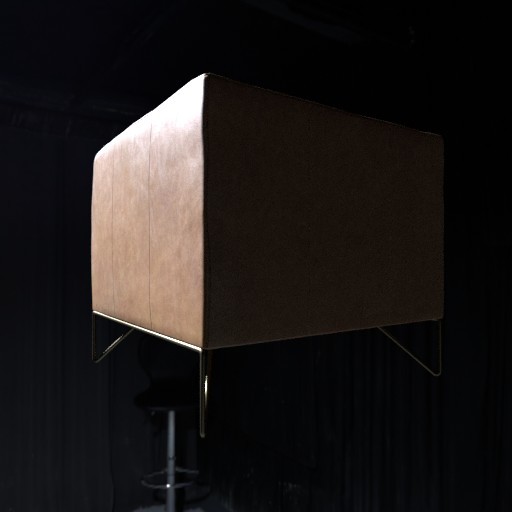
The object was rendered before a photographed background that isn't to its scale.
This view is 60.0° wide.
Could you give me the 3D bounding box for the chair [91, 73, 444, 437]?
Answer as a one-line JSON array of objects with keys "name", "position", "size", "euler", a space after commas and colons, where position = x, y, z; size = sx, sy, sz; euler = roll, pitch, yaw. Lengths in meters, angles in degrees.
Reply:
[{"name": "chair", "position": [0.000, 0.000, 1.565], "size": [0.920, 0.797, 0.912], "euler": [0, 0, -35]}]
